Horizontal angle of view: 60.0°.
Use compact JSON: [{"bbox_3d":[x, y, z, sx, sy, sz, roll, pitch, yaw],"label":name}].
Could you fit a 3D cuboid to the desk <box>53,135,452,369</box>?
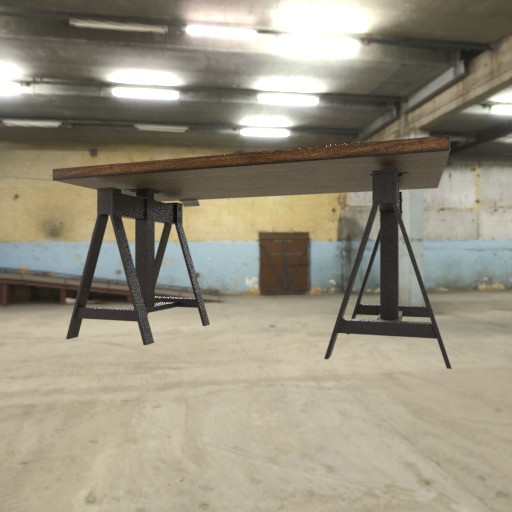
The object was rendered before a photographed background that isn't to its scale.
[{"bbox_3d":[0.000,0.000,1.962,1.543,0.725,0.784,0,0,20],"label":"desk"}]
